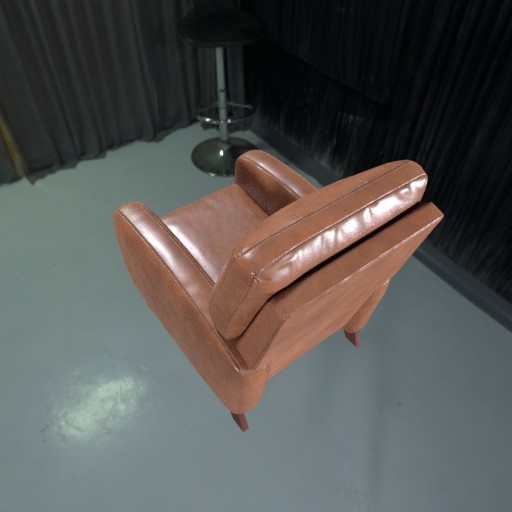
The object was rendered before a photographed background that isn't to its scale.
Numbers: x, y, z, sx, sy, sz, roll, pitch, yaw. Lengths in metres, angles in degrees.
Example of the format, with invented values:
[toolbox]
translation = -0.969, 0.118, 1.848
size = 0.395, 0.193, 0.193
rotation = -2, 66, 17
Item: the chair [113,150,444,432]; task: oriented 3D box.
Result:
[chair]
translation = 0.000, 0.000, 1.685
size = 0.762, 0.990, 0.990
rotation = -29, 53, -25
